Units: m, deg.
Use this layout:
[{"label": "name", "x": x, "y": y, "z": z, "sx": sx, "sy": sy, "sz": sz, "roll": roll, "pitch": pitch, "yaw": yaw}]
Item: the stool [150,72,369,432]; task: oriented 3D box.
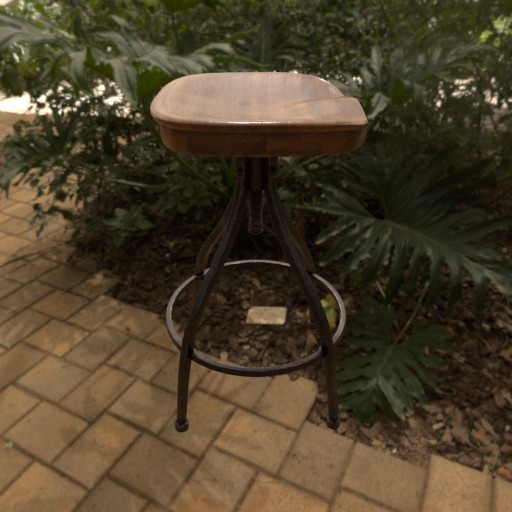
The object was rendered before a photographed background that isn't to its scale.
[{"label": "stool", "x": 0.000, "y": 0.000, "z": 0.977, "sx": 0.424, "sy": 0.694, "sz": 0.432, "roll": -1, "pitch": 31, "yaw": -1}]
